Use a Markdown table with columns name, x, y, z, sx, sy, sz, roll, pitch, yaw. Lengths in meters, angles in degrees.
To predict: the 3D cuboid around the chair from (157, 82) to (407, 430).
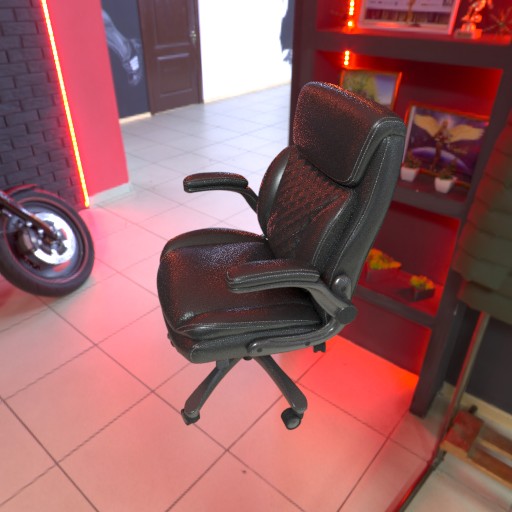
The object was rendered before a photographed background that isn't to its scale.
| name | x | y | z | sx | sy | sz | roll | pitch | yaw |
| --- | --- | --- | --- | --- | --- | --- | --- | --- | --- |
| chair | 0.000 | 0.000 | 1.606 | 0.724 | 1.110 | 0.782 | -9 | 33 | -15 |
